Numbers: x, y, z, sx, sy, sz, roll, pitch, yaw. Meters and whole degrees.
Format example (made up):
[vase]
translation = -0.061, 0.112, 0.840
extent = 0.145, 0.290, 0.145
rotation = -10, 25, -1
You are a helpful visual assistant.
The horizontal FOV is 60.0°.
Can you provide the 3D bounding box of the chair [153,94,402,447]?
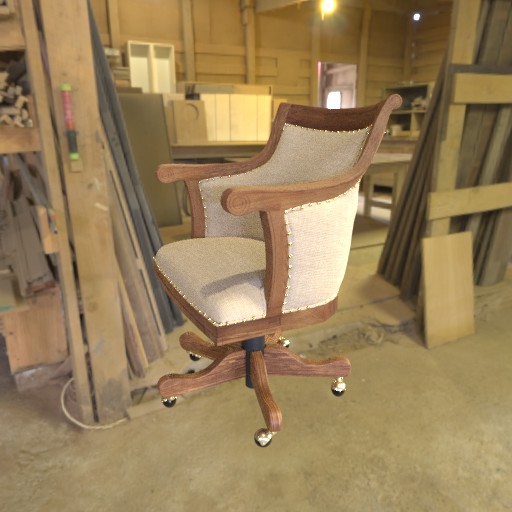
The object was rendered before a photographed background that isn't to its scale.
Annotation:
[chair]
translation = 0.000, 0.000, 1.428
extent = 0.689, 0.965, 0.656
rotation = -8, 19, -25
